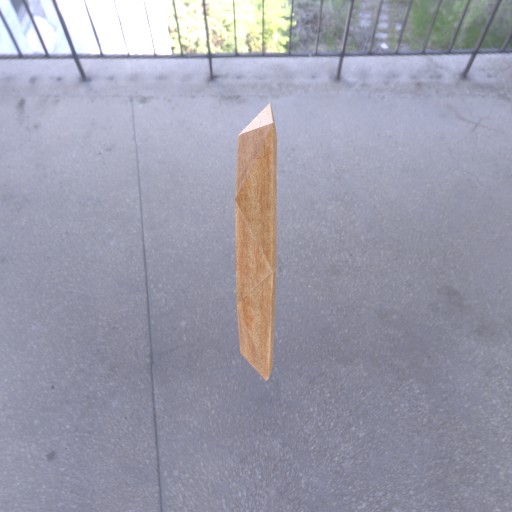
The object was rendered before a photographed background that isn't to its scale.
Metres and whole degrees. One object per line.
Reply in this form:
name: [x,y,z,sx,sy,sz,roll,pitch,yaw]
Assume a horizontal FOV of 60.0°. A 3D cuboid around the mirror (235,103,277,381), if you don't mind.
mirror: [0.000,0.000,1.039,0.070,0.774,0.577,0,56,0]
